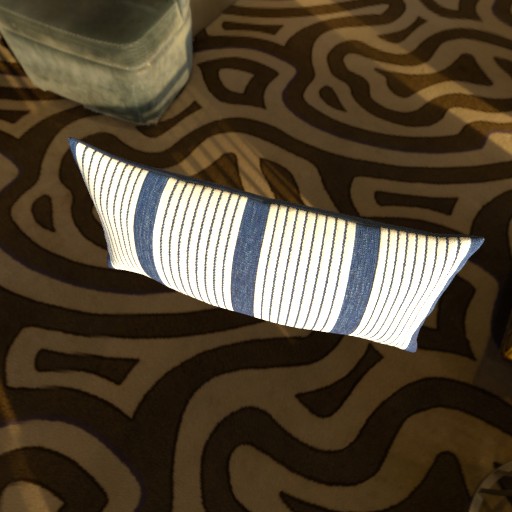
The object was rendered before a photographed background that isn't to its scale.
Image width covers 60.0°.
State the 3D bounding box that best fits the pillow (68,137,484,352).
[{"bbox_3d":[0.000,0.000,0.725,0.608,0.292,0.156,15,60,9],"label":"pillow"}]
